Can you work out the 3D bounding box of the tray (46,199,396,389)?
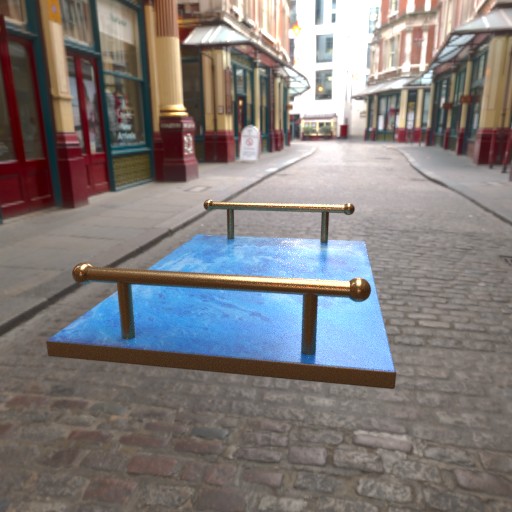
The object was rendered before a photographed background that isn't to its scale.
[{"bbox_3d":[0.000,0.000,0.575,0.304,0.084,0.444,3,16,10],"label":"tray"}]
